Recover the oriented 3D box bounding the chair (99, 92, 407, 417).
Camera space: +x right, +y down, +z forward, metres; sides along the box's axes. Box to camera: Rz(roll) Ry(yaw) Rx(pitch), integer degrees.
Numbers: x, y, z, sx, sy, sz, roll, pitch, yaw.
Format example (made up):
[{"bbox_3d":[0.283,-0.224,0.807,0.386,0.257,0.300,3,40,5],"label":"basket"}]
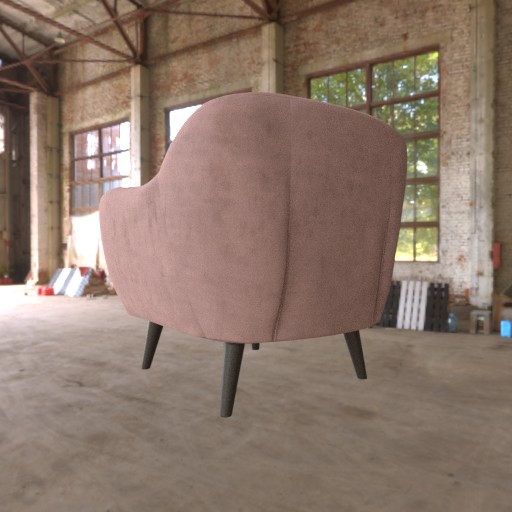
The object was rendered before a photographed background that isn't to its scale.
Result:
[{"bbox_3d":[0.000,0.000,1.495,0.840,0.820,0.820,-1,1,-37],"label":"chair"}]
